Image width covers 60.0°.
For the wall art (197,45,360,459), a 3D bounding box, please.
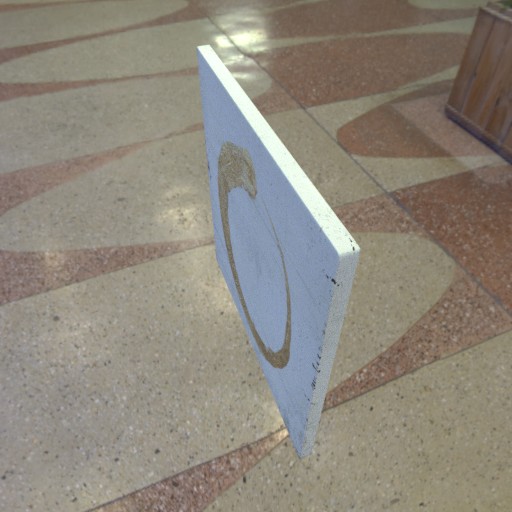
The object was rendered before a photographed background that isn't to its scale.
[{"bbox_3d":[0.000,0.000,1.120,0.038,0.762,0.762,-15,48,-14],"label":"wall art"}]
